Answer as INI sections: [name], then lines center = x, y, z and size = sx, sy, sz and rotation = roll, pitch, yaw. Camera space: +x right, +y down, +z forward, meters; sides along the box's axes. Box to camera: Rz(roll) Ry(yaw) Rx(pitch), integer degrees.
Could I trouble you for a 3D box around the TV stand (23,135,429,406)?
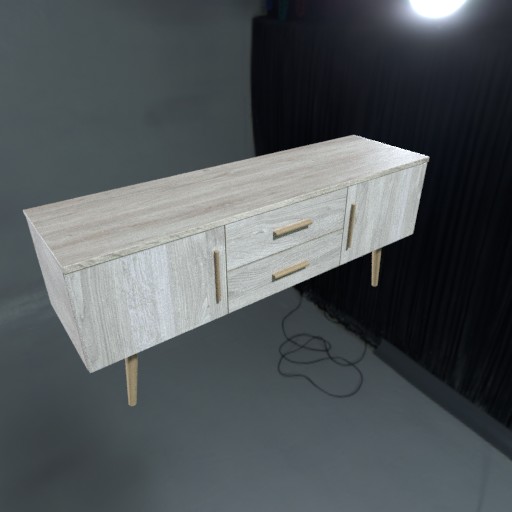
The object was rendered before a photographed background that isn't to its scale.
[TV stand]
center = 0.000, 0.000, 1.567
size = 1.313, 0.565, 0.401
rotation = -20, 36, -31
